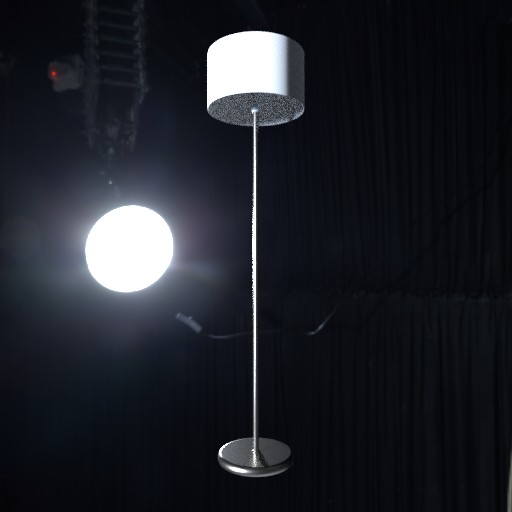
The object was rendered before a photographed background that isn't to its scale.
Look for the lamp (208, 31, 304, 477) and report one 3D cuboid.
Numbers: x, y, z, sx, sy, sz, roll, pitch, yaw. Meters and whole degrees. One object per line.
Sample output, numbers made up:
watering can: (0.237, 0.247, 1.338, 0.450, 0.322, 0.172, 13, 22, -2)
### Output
lamp: (0.000, 0.000, 1.588, 0.347, 1.443, 0.347, 0, -1, 17)
